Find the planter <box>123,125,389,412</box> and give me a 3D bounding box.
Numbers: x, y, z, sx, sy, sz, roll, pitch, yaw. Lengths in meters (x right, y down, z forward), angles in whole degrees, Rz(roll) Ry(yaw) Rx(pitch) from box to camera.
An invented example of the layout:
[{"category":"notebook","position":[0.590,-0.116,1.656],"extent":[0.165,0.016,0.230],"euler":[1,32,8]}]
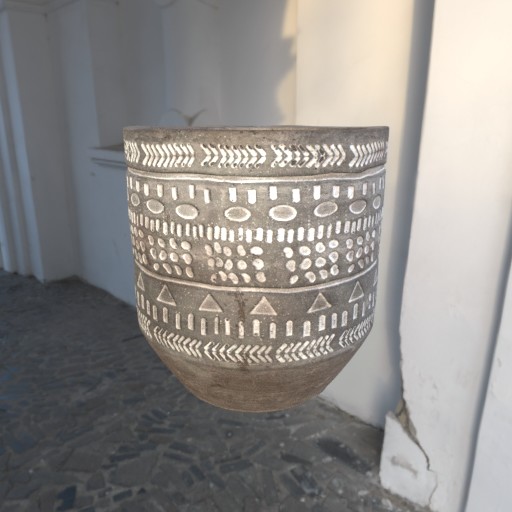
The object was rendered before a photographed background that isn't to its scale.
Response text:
[{"category":"planter","position":[0.000,0.000,0.227],"extent":[0.122,0.128,0.122],"euler":[0,17,0]}]
